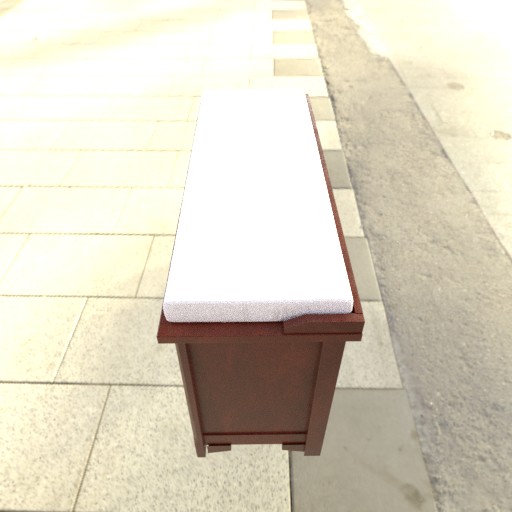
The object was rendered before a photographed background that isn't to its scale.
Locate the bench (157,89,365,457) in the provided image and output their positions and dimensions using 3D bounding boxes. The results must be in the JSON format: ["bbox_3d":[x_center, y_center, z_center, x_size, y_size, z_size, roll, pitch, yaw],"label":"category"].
[{"bbox_3d":[0.000,0.000,1.332,0.369,0.646,0.987,-1,43,-1],"label":"bench"}]
